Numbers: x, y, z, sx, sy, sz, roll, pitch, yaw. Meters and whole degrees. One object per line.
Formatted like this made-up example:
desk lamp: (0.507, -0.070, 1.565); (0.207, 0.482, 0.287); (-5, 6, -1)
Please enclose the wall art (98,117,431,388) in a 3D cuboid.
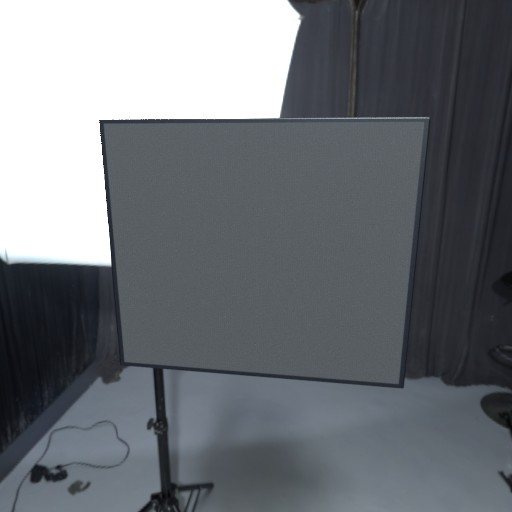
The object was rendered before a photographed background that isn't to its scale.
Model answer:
wall art: (0.000, 0.000, 0.757); (0.521, 0.450, 0.018); (2, 15, 9)
